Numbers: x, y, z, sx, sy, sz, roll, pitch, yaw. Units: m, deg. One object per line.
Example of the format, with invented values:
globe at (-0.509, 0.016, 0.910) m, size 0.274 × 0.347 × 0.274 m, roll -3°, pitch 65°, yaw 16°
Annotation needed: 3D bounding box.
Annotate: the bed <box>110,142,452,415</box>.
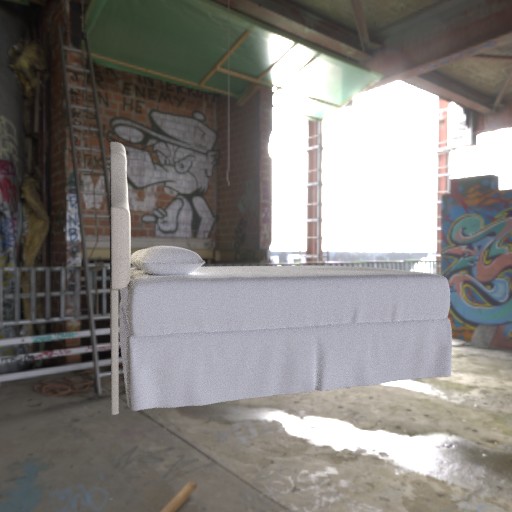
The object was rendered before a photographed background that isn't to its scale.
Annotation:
bed at (0.000, 0.000, 3.544) m, size 2.214 × 1.615 × 2.008 m, roll 0°, pitch 1°, yaw -18°
